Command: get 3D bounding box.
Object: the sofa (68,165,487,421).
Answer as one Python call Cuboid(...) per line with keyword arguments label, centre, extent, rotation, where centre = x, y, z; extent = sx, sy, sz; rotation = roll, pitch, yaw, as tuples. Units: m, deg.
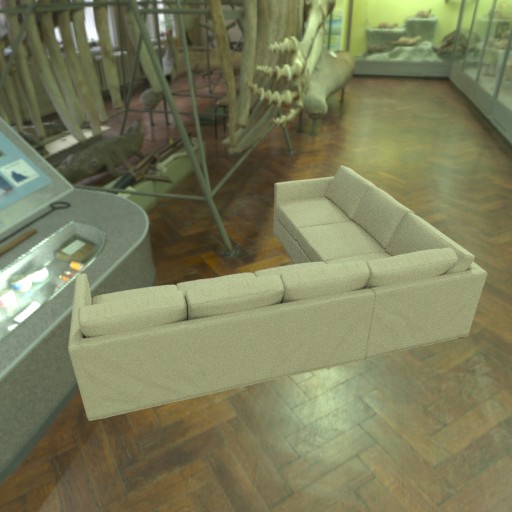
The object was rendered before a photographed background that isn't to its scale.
Cuboid(label="sofa", centre=(0.000, 0.000, 4.275), extent=(3.182, 0.871, 2.432), rotation=(-8, 31, -14))
